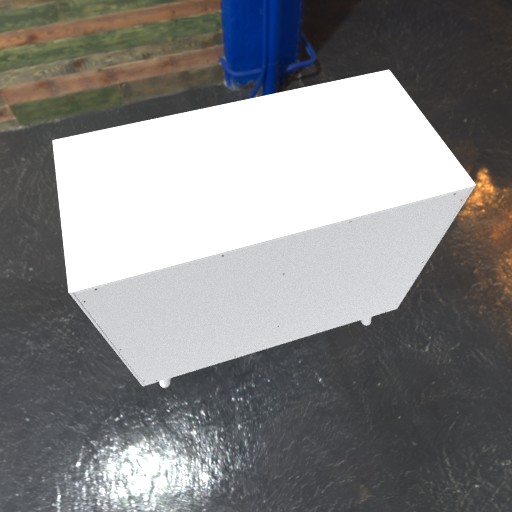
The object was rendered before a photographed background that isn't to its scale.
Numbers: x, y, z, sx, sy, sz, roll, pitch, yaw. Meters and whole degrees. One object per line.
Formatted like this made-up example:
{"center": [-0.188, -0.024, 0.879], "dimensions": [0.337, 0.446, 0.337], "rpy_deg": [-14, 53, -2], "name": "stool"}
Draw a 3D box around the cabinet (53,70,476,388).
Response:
{"center": [0.000, 0.000, 1.247], "dimensions": [0.800, 0.761, 0.398], "rpy_deg": [-15, 59, -9], "name": "cabinet"}
